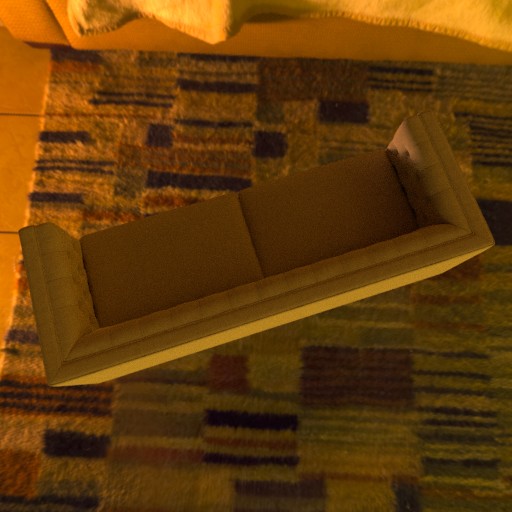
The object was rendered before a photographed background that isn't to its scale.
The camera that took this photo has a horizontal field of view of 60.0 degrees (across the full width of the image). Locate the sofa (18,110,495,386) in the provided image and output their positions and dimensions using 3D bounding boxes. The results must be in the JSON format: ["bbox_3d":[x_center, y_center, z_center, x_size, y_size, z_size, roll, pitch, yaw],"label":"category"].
[{"bbox_3d":[0.000,0.000,2.478,2.159,0.762,0.775,-17,76,-4],"label":"sofa"}]
